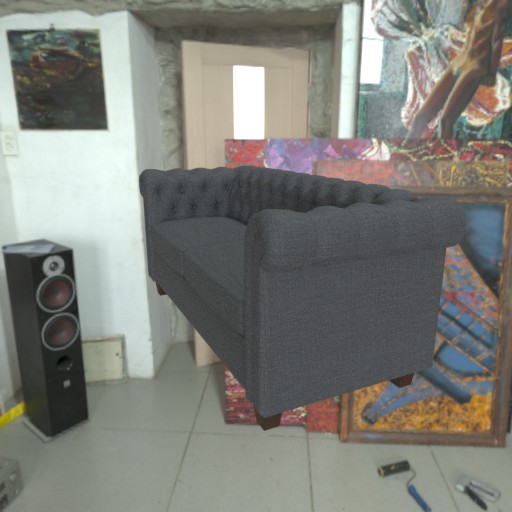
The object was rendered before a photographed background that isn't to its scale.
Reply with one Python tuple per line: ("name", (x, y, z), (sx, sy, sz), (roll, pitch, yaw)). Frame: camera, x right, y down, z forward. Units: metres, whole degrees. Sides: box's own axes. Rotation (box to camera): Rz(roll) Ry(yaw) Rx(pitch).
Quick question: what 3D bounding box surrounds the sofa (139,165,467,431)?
("sofa", (0.000, 0.000, 2.236), (0.783, 0.797, 1.798), (-7, 17, -25))
